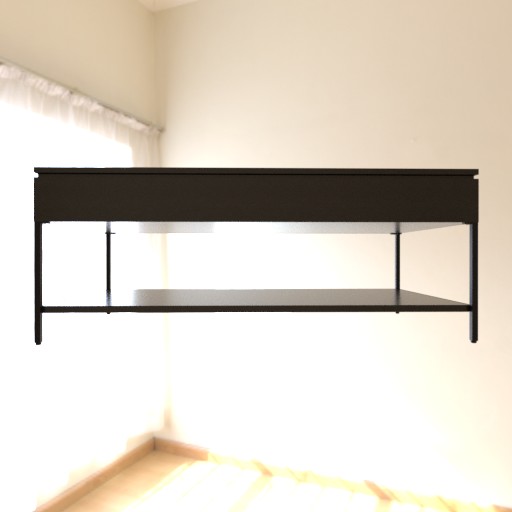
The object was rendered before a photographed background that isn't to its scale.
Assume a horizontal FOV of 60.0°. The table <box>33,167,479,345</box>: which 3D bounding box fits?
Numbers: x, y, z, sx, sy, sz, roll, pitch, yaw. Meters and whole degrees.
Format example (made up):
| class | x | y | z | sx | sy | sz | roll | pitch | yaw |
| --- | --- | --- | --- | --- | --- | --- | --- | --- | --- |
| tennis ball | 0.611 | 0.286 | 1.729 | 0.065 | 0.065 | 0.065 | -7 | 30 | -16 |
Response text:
| class | x | y | z | sx | sy | sz | roll | pitch | yaw |
| --- | --- | --- | --- | --- | --- | --- | --- | --- | --- |
| table | 0.000 | 0.000 | 1.376 | 1.095 | 0.435 | 0.574 | 0 | 0 | -1 |
